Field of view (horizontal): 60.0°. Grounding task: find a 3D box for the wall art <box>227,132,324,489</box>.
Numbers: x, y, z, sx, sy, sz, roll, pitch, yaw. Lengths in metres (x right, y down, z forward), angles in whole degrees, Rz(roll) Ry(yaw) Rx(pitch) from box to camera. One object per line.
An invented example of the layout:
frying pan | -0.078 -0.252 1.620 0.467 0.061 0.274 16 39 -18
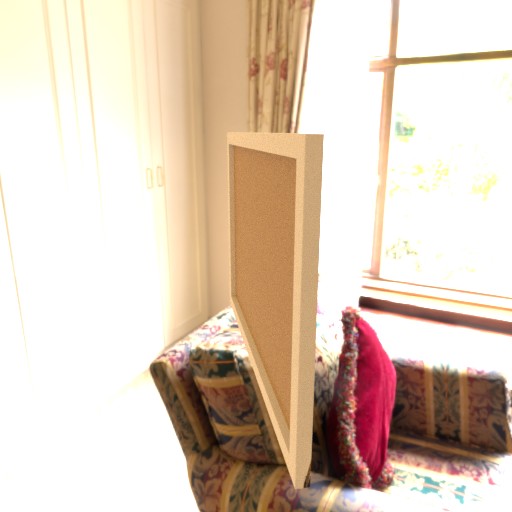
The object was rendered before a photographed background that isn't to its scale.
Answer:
wall art | 0.000 0.000 1.431 0.038 0.767 1.144 -3 16 -10
